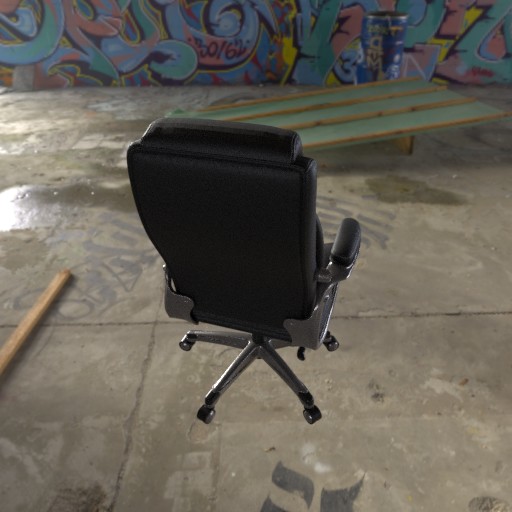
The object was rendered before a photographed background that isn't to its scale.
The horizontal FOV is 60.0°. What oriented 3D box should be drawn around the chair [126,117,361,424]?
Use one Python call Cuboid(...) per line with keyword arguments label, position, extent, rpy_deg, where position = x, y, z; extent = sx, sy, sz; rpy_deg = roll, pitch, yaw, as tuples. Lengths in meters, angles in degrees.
Cuboid(label="chair", position=(0.000, 0.000, 1.669), extent=(0.741, 1.167, 0.784), rpy_deg=(10, 34, 15))
